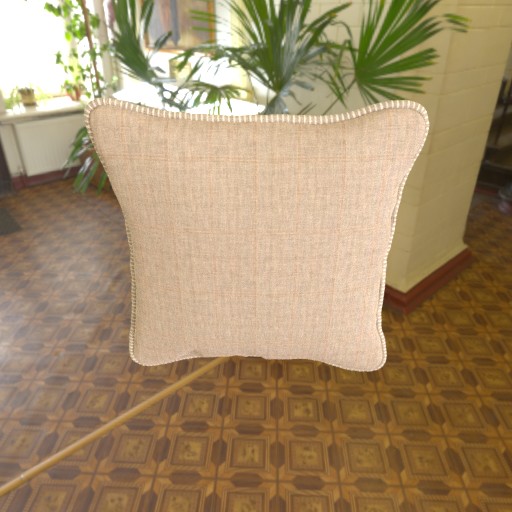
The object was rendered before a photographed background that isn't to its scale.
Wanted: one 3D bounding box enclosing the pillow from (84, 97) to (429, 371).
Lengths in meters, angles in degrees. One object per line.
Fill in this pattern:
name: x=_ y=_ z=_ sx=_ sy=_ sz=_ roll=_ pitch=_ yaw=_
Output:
pillow: x=0.000 y=0.000 z=0.728 sx=0.485 sy=0.494 sz=0.124 roll=1 pitch=29 yaw=2
